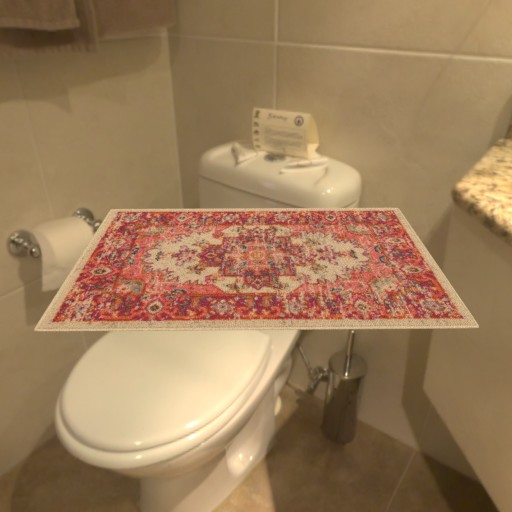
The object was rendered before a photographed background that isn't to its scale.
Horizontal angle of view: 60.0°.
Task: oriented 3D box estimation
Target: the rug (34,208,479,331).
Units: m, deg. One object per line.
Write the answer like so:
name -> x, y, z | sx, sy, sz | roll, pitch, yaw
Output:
rug -> 0.000, 0.000, 1.098 | 0.868, 0.004, 0.556 | 0, 31, -1
